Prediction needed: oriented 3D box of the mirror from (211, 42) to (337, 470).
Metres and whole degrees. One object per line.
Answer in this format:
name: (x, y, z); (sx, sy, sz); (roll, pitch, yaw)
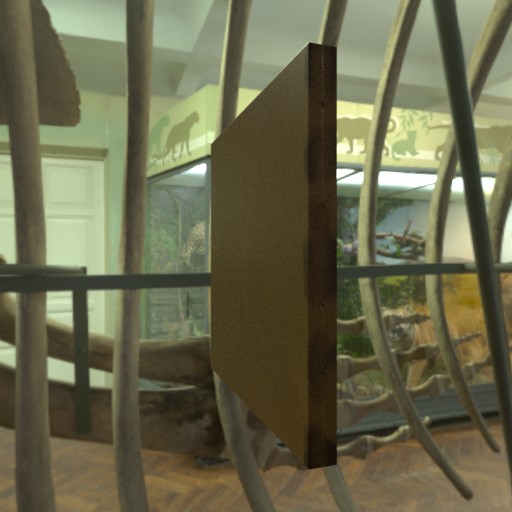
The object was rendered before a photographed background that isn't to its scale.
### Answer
mirror: (0.000, 0.000, 0.772); (0.042, 0.507, 0.509); (0, 0, -19)
